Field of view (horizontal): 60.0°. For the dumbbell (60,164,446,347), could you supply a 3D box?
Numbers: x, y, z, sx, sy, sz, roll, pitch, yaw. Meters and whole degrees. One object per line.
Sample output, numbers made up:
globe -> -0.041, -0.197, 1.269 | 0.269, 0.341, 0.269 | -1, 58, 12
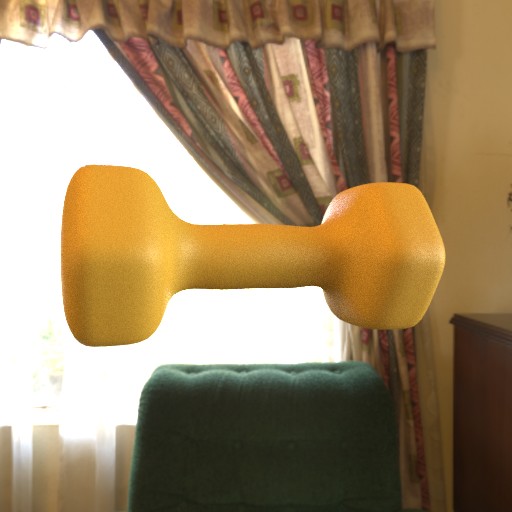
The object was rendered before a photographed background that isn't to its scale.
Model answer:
dumbbell -> 0.000, 0.000, 0.235 | 0.190, 0.082, 0.090 | 0, 0, -18
